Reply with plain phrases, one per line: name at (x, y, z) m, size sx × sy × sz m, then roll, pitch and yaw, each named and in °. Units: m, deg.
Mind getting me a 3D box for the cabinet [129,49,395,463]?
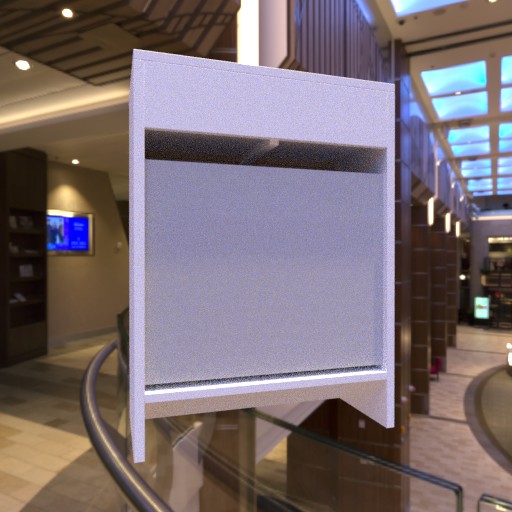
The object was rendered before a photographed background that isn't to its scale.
cabinet at (0.000, 0.000, 1.103) m, size 0.600 × 0.815 × 0.296 m, roll 0°, pitch 0°, yaw -18°
